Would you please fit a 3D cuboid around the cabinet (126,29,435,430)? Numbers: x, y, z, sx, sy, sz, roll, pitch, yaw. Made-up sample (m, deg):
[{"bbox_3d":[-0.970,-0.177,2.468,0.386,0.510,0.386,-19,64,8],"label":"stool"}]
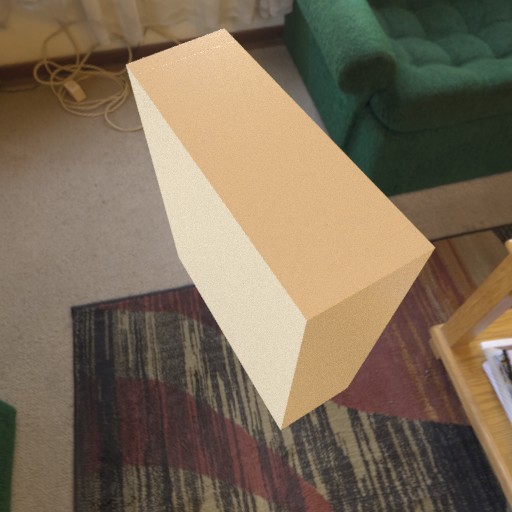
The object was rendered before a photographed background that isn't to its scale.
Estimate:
[{"bbox_3d":[0.000,0.000,1.658,0.348,1.150,0.990,-27,62,-16],"label":"cabinet"}]
